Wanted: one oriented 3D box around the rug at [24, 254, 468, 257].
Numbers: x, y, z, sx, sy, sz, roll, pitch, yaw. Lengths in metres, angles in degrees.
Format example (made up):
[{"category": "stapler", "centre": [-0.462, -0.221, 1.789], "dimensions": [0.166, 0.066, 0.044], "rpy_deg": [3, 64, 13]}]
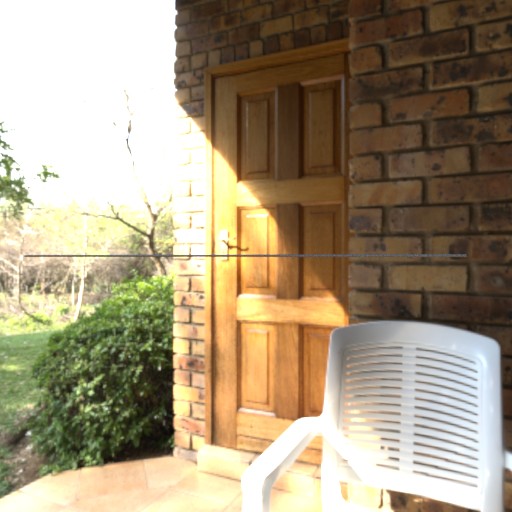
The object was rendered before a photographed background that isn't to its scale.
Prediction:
[{"category": "rug", "centre": [0.000, 0.000, 2.990], "dimensions": [2.438, 0.012, 1.524], "rpy_deg": [0, 0, 20]}]
